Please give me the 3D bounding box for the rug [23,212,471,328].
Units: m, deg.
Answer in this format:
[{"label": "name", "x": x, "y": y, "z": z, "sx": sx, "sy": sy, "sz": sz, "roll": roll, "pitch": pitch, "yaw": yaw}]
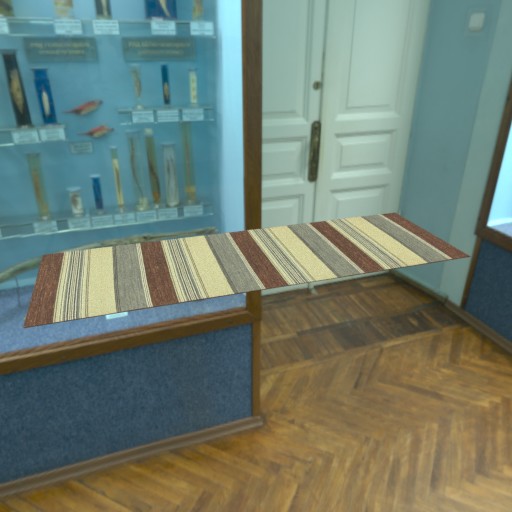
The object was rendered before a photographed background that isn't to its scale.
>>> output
[{"label": "rug", "x": 0.000, "y": 0.000, "z": 2.656, "sx": 2.437, "sy": 0.006, "sz": 0.792, "roll": -8, "pitch": 27, "yaw": -16}]
